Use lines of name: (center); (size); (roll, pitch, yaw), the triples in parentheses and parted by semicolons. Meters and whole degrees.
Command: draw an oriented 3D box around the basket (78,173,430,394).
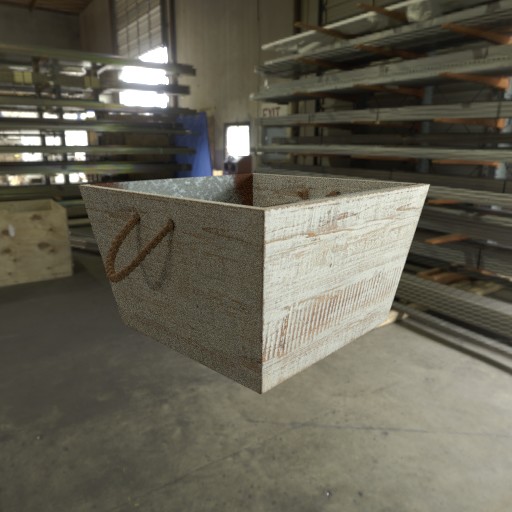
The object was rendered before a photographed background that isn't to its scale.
basket: (0.000, 0.000, 0.765); (0.413, 0.247, 0.545); (13, 19, 42)
